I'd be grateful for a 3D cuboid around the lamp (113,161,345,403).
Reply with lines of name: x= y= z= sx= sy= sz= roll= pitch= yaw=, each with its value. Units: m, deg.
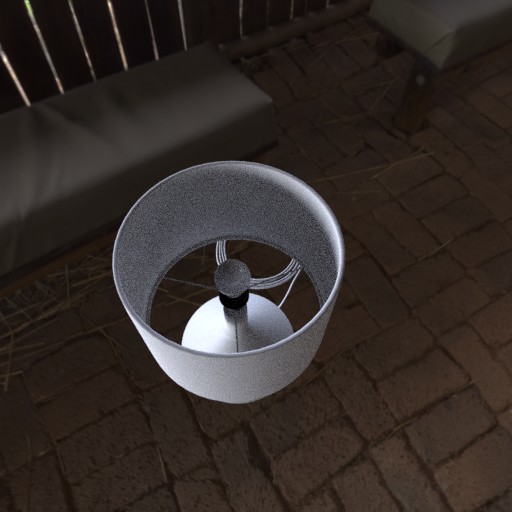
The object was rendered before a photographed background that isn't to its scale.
lamp: x=0.000 y=0.000 z=0.843 sx=0.401 sy=0.457 sz=0.546 roll=33 pitch=64 yaw=18
